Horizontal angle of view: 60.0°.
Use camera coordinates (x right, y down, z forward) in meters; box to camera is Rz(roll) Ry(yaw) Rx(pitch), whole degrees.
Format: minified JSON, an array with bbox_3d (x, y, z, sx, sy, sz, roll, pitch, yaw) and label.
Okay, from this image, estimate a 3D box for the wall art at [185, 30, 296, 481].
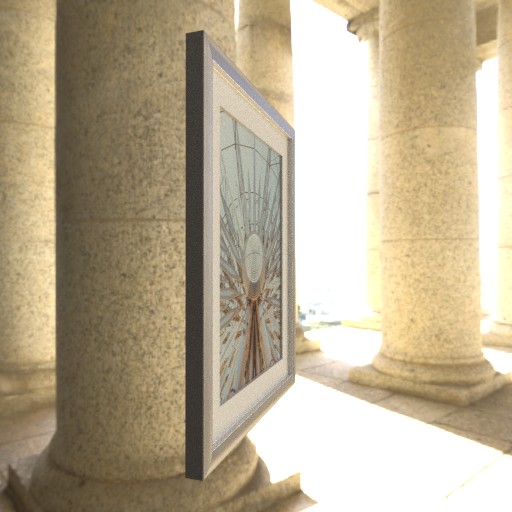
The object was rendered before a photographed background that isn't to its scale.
[{"bbox_3d":[0.000,0.000,0.767,0.029,0.558,0.458,0,0,19],"label":"wall art"}]
